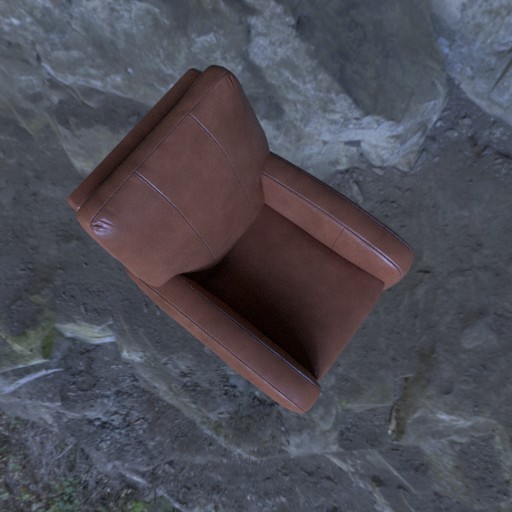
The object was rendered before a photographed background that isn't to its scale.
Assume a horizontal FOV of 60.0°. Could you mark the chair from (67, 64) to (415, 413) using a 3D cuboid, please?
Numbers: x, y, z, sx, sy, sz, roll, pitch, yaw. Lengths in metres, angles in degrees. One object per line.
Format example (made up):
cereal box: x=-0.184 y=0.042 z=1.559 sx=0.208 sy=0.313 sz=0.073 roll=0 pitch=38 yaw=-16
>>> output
chair: x=0.000 y=0.000 z=1.696 sx=0.990 sy=0.990 sz=0.762 roll=37 pitch=78 yaw=9
